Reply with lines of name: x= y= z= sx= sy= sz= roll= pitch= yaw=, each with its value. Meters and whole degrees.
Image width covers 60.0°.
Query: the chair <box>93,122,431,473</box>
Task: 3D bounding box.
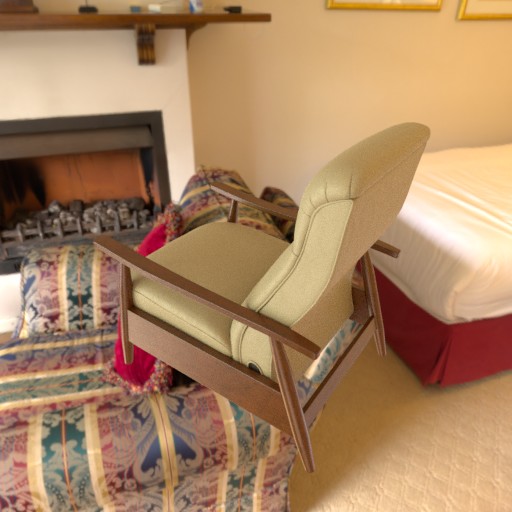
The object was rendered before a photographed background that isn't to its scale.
chair: x=0.000 y=0.000 z=1.766 sx=1.014 sy=1.082 sz=0.762 roll=19 pitch=36 yaw=29
